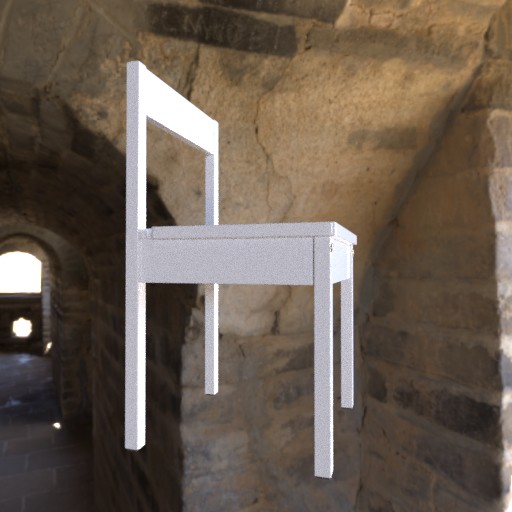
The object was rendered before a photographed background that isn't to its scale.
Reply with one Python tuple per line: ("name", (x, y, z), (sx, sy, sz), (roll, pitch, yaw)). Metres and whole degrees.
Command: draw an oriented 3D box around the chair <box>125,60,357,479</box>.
("chair", (0.000, 0.000, 0.876), (0.361, 0.668, 0.367), (0, -1, 18))
